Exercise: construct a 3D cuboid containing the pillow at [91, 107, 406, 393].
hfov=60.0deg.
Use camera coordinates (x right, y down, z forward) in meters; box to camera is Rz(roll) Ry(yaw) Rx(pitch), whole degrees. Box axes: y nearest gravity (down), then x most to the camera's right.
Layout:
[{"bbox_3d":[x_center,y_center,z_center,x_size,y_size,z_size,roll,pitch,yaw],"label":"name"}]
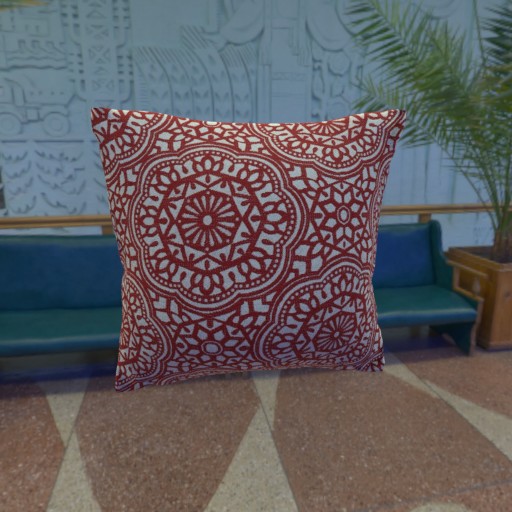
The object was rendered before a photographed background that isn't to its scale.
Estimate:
[{"bbox_3d":[0.000,0.000,0.660,0.438,0.419,0.162,-2,15,-9],"label":"pillow"}]
